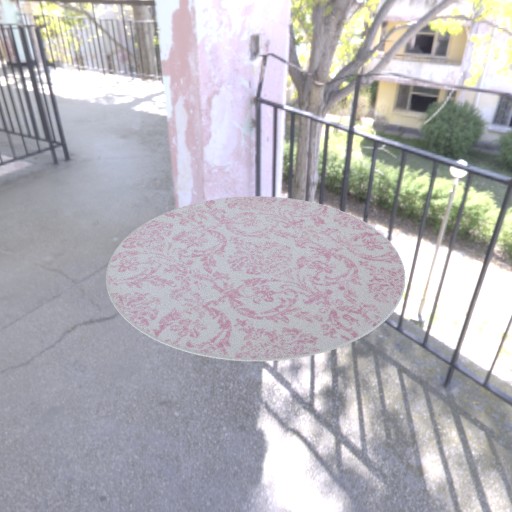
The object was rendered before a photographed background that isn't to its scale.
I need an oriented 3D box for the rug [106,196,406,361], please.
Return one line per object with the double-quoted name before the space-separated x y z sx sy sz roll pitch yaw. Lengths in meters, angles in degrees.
"rug" 0.000 0.000 2.449 1.593 0.012 1.593 0 32 0
